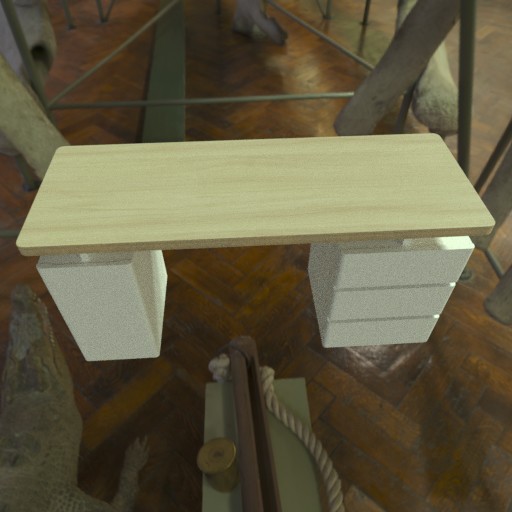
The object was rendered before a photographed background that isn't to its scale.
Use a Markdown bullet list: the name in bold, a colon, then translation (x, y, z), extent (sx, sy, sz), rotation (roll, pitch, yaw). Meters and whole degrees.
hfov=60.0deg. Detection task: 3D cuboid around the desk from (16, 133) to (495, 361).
- **desk**: translation (0.000, 0.000, 1.830), extent (1.500, 0.755, 0.550), rotation (-3, 47, -3)
